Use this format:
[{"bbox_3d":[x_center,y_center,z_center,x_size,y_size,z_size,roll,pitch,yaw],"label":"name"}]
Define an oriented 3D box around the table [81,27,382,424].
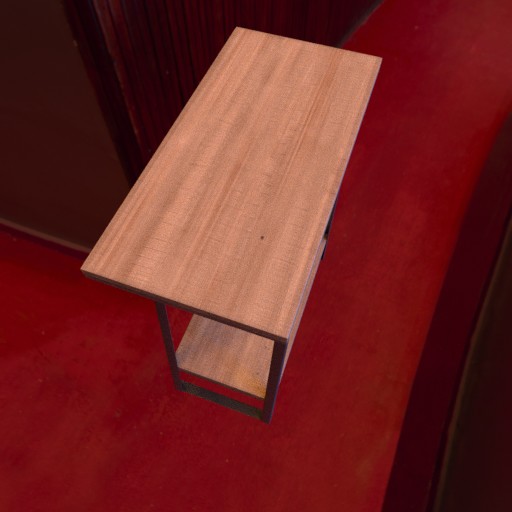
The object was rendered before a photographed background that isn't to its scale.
[{"bbox_3d":[0.000,0.000,1.028,0.300,0.701,0.599,17,60,10],"label":"table"}]
